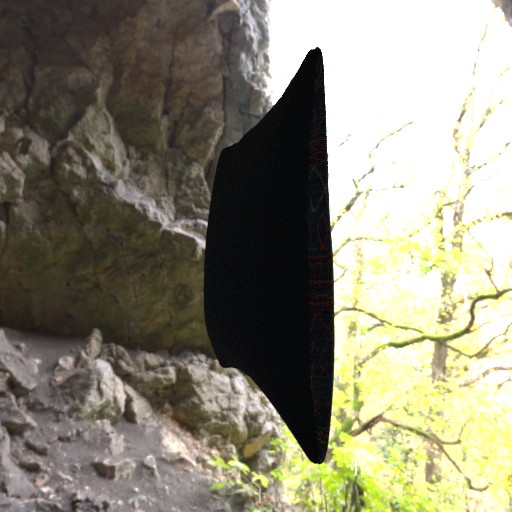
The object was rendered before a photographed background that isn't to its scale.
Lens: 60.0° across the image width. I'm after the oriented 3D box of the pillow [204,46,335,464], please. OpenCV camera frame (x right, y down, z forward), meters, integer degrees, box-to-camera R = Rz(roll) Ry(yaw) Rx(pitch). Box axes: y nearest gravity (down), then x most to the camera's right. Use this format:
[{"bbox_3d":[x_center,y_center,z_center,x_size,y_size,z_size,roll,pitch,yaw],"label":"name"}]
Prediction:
[{"bbox_3d":[0.000,0.000,0.656,0.141,0.431,0.431,0,-1,-17],"label":"pillow"}]
